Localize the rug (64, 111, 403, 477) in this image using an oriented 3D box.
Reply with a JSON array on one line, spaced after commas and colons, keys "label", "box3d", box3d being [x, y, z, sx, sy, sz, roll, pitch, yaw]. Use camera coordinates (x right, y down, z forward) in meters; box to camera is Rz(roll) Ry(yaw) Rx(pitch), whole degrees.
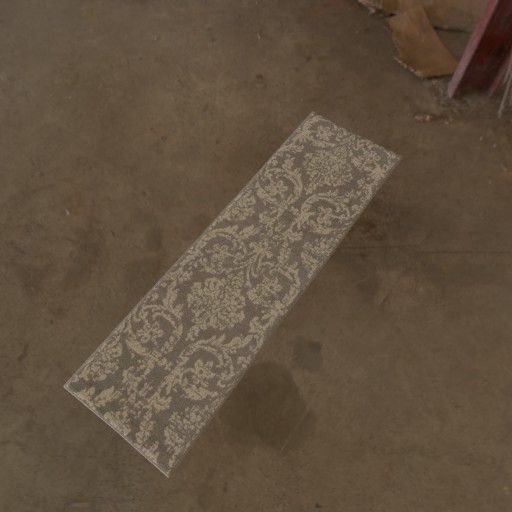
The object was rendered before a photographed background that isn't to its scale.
[{"label": "rug", "box3d": [0.000, 0.000, 2.418, 0.662, 0.011, 2.196, 33, 67, 16]}]
